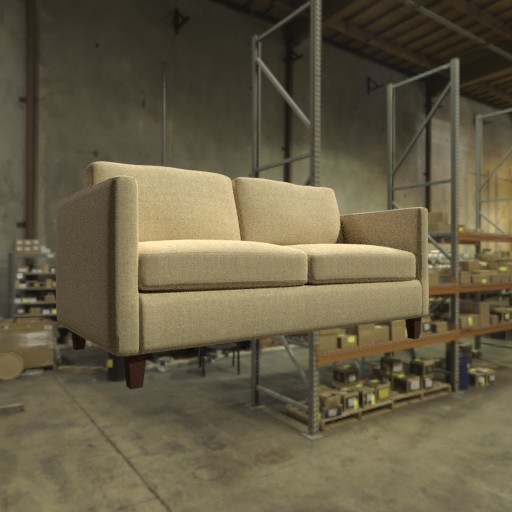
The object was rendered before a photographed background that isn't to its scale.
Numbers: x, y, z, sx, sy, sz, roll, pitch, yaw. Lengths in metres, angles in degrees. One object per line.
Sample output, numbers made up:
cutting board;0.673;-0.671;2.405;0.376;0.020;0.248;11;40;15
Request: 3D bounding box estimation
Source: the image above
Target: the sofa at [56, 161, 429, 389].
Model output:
sofa;0.000;0.000;2.437;1.884;0.963;0.950;0;0;-35
